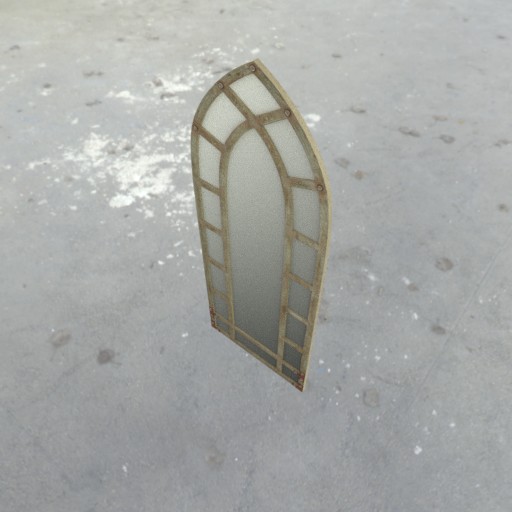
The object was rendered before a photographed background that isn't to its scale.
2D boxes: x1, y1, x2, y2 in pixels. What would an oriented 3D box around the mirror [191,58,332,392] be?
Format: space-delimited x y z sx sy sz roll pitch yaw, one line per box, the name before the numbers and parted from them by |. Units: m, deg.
mirror | 0.000 0.000 1.326 0.464 1.175 0.025 31 55 25
